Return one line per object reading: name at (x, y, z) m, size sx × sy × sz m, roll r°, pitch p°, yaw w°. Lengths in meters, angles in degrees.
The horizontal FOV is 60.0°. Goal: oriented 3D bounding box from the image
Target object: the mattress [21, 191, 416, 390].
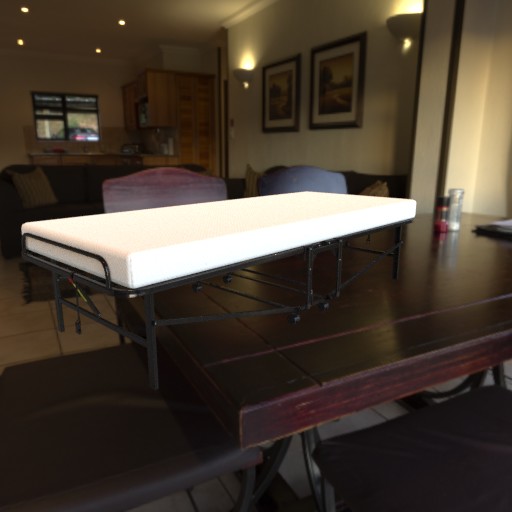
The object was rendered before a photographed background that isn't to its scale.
mattress at (0.000, 0.000, 2.443) m, size 0.922 × 0.519 × 2.153 m, roll 12°, pitch 18°, yaw 42°
